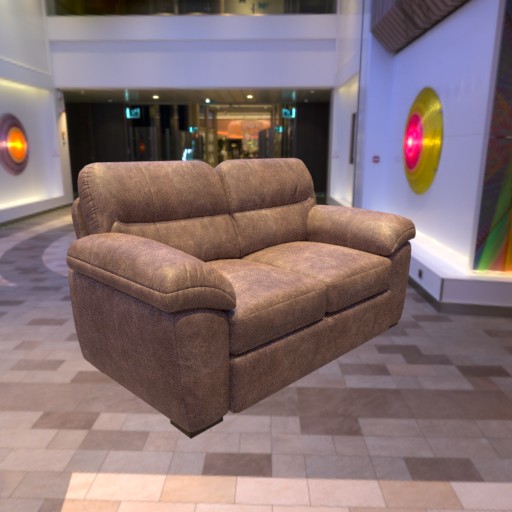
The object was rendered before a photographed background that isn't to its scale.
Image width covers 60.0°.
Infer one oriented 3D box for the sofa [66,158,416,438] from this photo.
[{"bbox_3d":[0.000,0.000,2.368,1.753,0.991,0.991,-13,19,-43],"label":"sofa"}]
